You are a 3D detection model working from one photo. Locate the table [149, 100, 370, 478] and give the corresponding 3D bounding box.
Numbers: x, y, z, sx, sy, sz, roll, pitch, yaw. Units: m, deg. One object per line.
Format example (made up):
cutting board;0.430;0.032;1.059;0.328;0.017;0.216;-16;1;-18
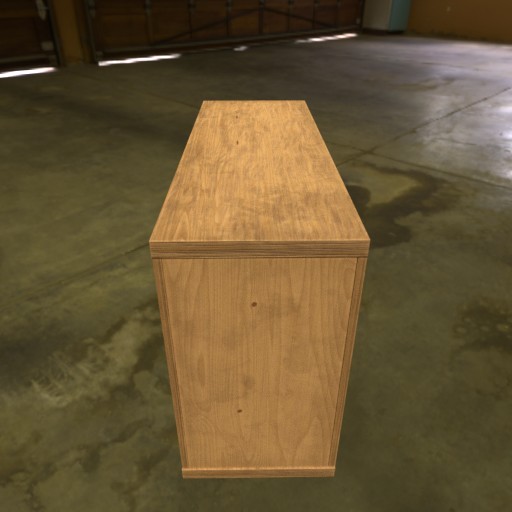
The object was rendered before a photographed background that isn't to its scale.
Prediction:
table;0.000;0.000;1.509;0.410;0.771;1.151;0;32;-1
